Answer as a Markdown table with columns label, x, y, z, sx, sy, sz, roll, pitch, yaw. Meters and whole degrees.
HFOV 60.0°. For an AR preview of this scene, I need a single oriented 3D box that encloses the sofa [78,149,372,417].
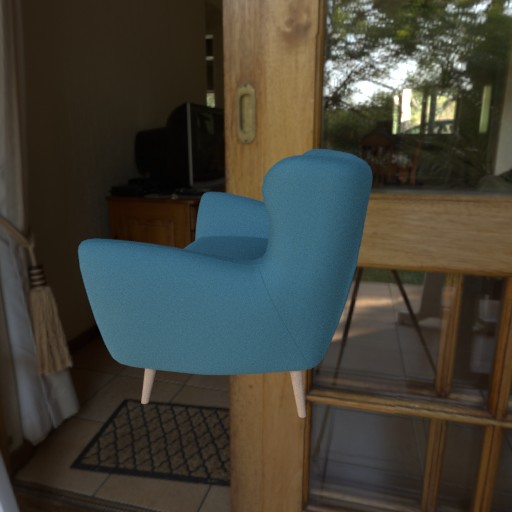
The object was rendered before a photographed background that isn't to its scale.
| label | x | y | z | sx | sy | sz | roll | pitch | yaw |
| --- | --- | --- | --- | --- | --- | --- | --- | --- | --- |
| sofa | 0.000 | 0.000 | 1.927 | 0.889 | 0.889 | 1.397 | 2 | 15 | 9 |
